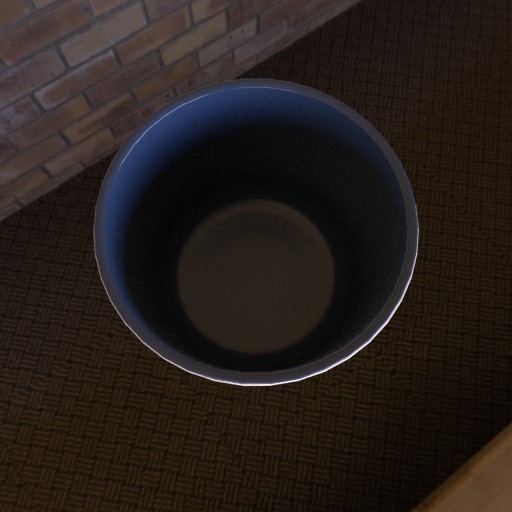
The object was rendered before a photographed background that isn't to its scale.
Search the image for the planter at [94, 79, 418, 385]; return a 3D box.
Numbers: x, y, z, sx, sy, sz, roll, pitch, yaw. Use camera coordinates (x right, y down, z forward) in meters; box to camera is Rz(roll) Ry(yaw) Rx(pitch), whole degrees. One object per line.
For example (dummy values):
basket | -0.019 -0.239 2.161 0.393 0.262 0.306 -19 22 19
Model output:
planter | 0.000 0.000 0.325 0.182 0.165 0.182 0 74 0
